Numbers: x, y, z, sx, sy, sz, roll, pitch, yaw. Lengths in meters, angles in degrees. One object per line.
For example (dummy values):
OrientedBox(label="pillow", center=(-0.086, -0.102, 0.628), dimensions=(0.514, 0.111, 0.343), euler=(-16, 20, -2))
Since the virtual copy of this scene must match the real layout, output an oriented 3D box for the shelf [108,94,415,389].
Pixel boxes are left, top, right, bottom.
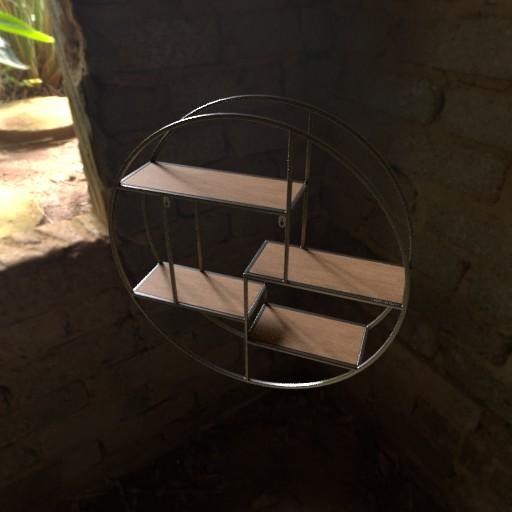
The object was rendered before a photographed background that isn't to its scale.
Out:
OrientedBox(label="shelf", center=(0.000, 0.000, 1.330), dimensions=(0.888, 0.888, 0.202), euler=(11, 34, 17))
